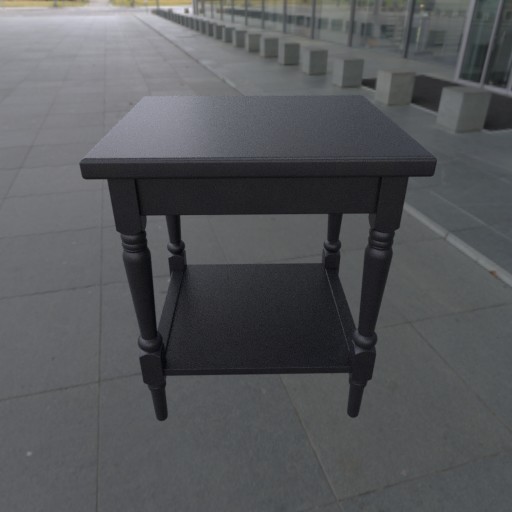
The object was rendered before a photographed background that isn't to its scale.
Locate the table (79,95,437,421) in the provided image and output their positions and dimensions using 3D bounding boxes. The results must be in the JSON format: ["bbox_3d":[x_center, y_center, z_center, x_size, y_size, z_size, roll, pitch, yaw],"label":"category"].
[{"bbox_3d":[0.000,0.000,0.933,0.488,0.565,0.442,-1,30,-1],"label":"table"}]
